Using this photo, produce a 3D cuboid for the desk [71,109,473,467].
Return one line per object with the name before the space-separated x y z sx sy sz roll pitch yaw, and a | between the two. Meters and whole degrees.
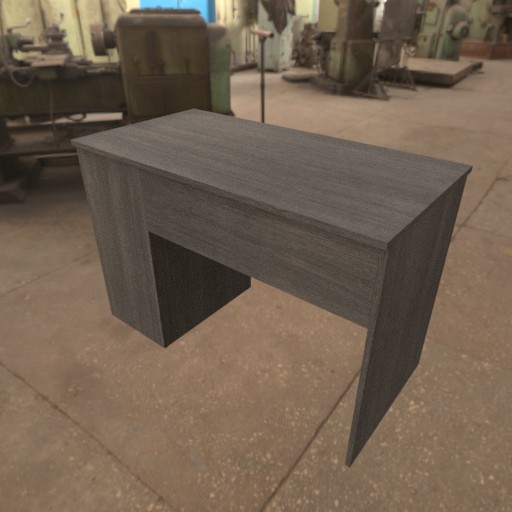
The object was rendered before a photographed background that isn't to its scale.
desk | 0.000 0.000 1.527 1.097 0.735 0.560 22 38 32
